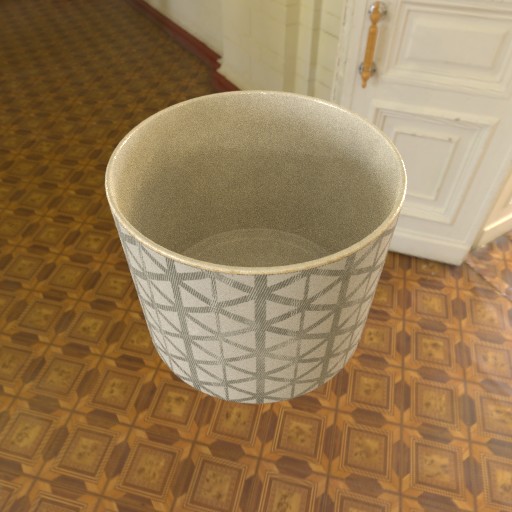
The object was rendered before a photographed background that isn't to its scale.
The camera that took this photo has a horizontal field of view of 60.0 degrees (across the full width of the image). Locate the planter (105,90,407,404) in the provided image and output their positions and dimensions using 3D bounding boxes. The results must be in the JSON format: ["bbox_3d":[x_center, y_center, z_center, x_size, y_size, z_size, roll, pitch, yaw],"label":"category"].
[{"bbox_3d":[0.000,0.000,0.463,0.250,0.239,0.250,0,47,0],"label":"planter"}]
